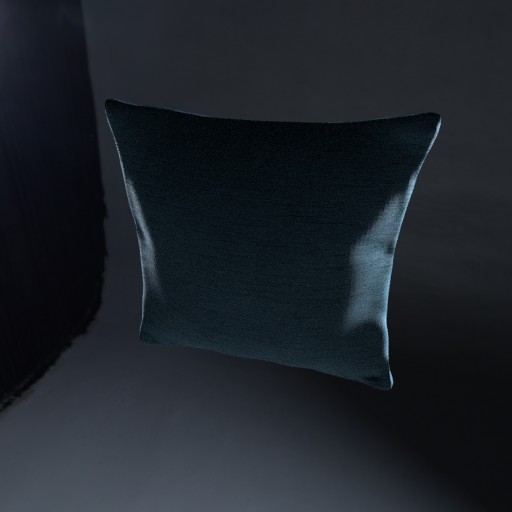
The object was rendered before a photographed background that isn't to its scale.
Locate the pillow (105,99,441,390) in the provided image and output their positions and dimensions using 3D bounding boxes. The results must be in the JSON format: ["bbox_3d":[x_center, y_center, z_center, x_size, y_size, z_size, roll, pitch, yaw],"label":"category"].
[{"bbox_3d":[0.000,0.000,0.637,0.433,0.415,0.151,8,28,14],"label":"pillow"}]
